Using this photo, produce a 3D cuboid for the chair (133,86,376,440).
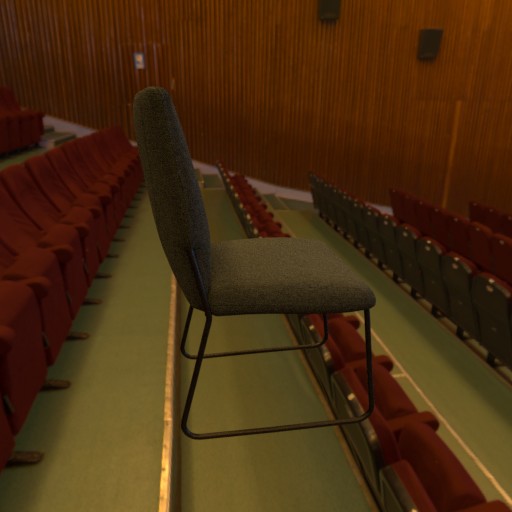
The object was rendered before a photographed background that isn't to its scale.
[{"bbox_3d":[0.000,0.000,1.321,0.635,0.931,0.480,-3,20,-9],"label":"chair"}]
